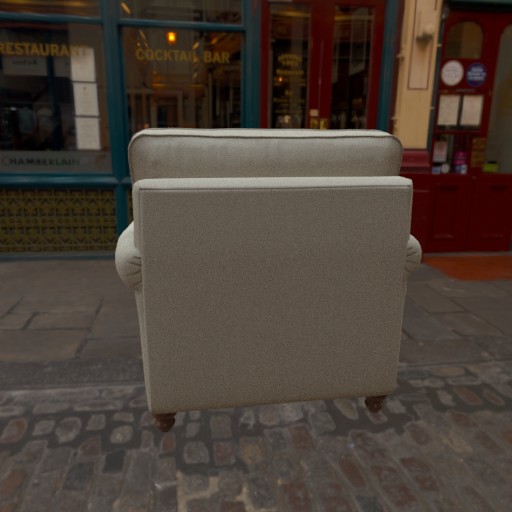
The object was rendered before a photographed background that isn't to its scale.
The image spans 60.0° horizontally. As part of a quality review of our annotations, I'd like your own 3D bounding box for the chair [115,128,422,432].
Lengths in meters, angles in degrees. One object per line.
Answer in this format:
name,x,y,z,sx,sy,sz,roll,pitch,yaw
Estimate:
chair,0.000,0.000,1.796,1.029,0.967,0.966,-2,13,-8
